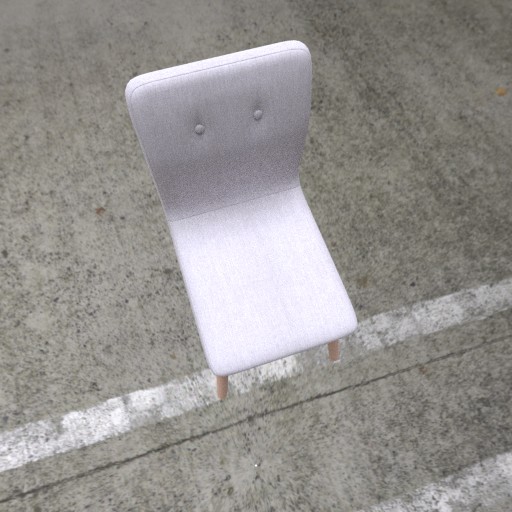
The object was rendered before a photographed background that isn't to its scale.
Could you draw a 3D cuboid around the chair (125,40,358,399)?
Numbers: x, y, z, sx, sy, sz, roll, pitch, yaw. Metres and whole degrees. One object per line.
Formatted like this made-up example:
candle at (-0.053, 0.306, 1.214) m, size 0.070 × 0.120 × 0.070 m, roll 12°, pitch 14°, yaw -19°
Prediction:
chair at (0.000, 0.000, 1.211) m, size 0.435 × 0.885 × 0.550 m, roll -17°, pitch 66°, yaw -8°
